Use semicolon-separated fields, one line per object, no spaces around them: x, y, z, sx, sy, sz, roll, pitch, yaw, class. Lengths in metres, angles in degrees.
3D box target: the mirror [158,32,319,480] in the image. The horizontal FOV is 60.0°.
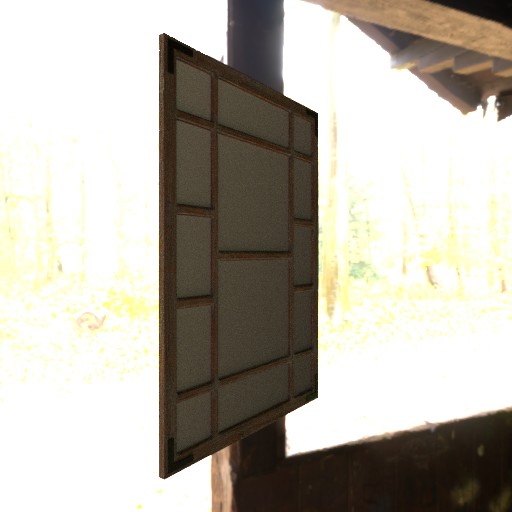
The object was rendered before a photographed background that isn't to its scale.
0.000;0.000;1.271;0.025;0.996;0.705;0;0;37;mirror
